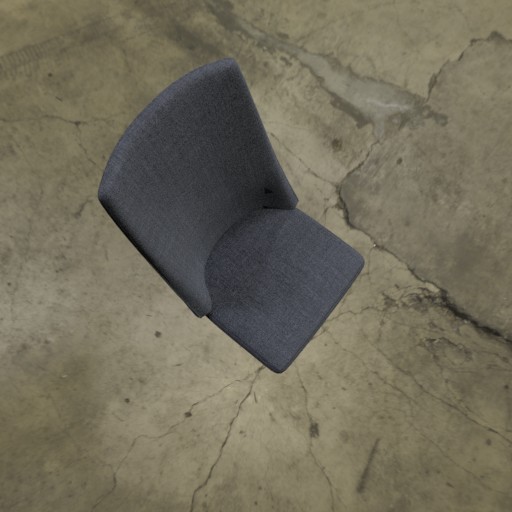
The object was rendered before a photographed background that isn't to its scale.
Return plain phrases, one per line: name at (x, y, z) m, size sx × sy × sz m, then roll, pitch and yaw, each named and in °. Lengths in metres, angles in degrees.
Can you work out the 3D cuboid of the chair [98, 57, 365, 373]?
chair at (0.000, 0.000, 1.367) m, size 0.577 × 1.050 × 0.510 m, roll 38°, pitch 77°, yaw 10°
